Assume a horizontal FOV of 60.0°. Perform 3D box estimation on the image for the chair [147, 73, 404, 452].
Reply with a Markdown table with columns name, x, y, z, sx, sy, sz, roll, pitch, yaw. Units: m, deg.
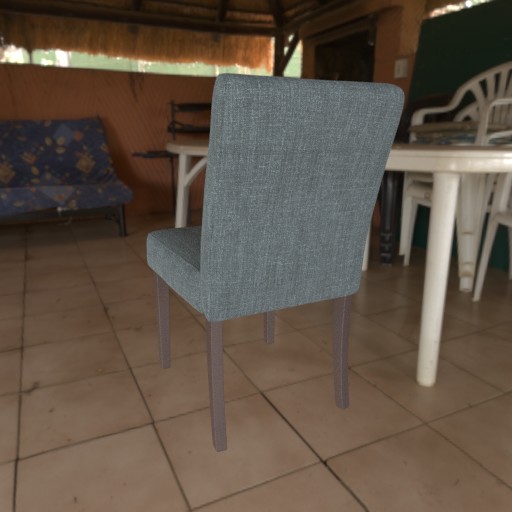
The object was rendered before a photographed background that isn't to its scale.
| name | x | y | z | sx | sy | sz | roll | pitch | yaw |
| --- | --- | --- | --- | --- | --- | --- | --- | --- | --- |
| chair | 0.000 | 0.000 | 1.252 | 0.487 | 0.884 | 0.629 | -8 | 17 | -26 |
